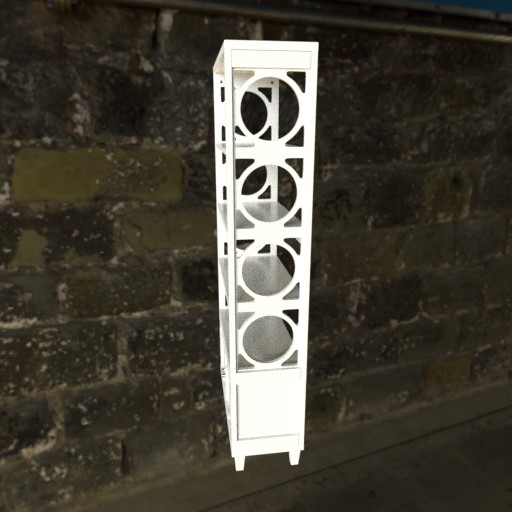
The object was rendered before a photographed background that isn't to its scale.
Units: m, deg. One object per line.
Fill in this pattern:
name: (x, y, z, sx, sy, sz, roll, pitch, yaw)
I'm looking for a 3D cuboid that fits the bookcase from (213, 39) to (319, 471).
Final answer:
bookcase: (0.000, 0.000, 2.161, 0.361, 1.869, 0.761, -2, 17, -8)
